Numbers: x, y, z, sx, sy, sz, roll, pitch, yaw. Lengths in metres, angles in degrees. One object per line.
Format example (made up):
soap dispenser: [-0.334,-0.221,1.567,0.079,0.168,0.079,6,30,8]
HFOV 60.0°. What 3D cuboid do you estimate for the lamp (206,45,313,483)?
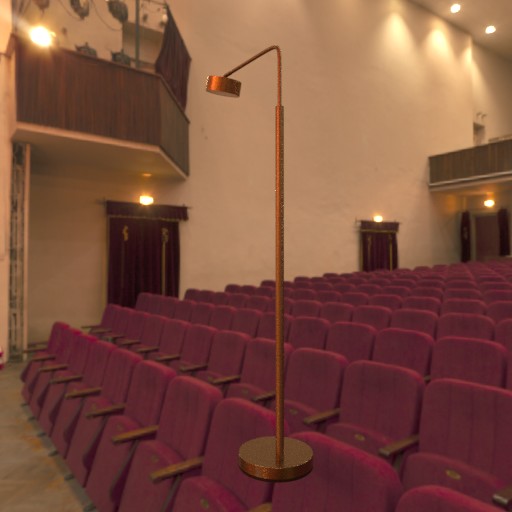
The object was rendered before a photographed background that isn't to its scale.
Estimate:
lamp: [0.000,0.000,1.394,0.219,1.230,0.418,1,-1,-36]
